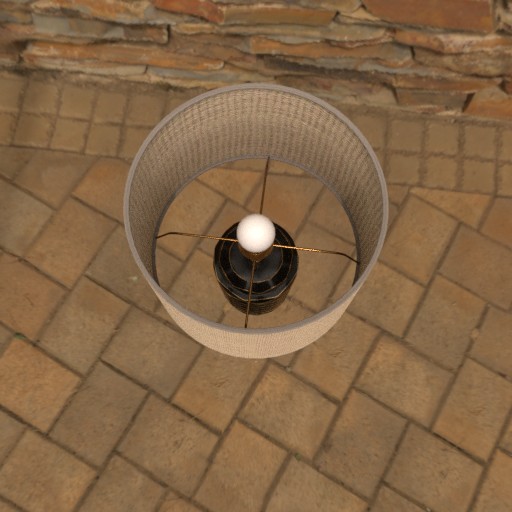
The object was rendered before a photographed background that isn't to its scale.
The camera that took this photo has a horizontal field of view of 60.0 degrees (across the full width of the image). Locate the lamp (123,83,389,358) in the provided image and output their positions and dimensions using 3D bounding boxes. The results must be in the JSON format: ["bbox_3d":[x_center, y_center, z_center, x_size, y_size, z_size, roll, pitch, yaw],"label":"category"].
[{"bbox_3d":[0.000,0.000,0.831,0.376,0.594,0.376,0,77,0],"label":"lamp"}]
